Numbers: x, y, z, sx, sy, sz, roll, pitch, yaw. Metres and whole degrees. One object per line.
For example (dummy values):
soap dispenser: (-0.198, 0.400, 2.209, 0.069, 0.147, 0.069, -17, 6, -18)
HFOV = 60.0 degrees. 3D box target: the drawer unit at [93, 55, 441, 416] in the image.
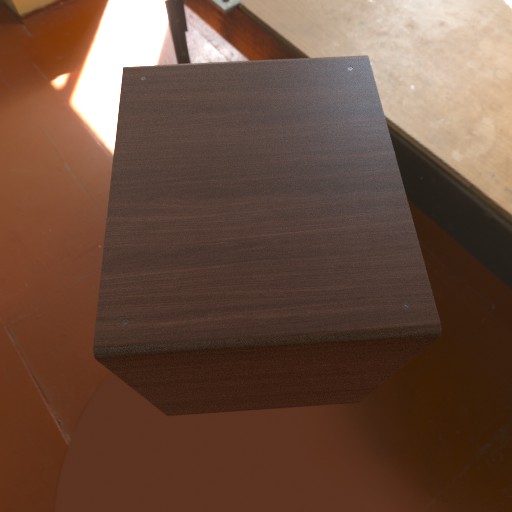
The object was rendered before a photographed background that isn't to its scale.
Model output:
drawer unit: (0.000, 0.000, 0.601, 0.290, 0.351, 0.349, -3, 63, -2)
